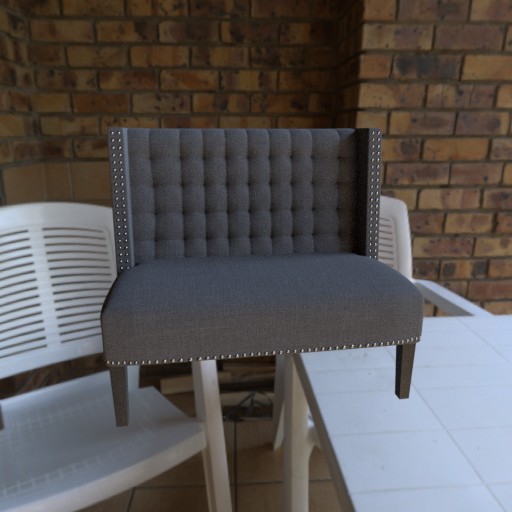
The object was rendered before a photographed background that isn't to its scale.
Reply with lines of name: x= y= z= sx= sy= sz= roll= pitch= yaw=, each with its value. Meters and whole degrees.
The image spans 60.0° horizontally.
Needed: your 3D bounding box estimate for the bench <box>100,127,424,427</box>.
bench: x=0.000 y=0.000 z=2.011 sx=1.276 sy=1.121 sz=0.842 roll=-2 pitch=16 yaw=-9
